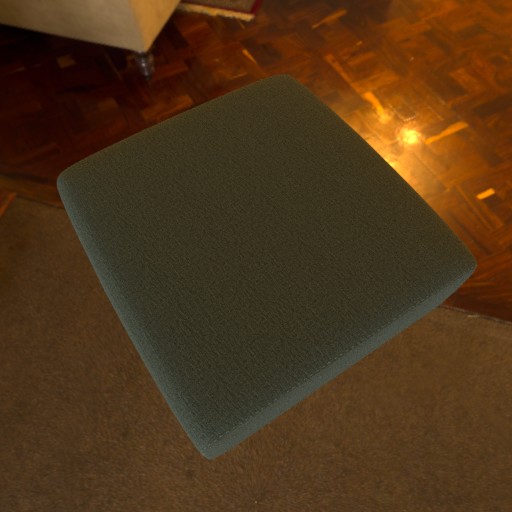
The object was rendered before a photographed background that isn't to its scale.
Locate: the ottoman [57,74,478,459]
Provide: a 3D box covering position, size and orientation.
[{"bbox_3d":[0.000,0.000,1.029,0.649,0.398,0.650,-30,65,-15],"label":"ottoman"}]
